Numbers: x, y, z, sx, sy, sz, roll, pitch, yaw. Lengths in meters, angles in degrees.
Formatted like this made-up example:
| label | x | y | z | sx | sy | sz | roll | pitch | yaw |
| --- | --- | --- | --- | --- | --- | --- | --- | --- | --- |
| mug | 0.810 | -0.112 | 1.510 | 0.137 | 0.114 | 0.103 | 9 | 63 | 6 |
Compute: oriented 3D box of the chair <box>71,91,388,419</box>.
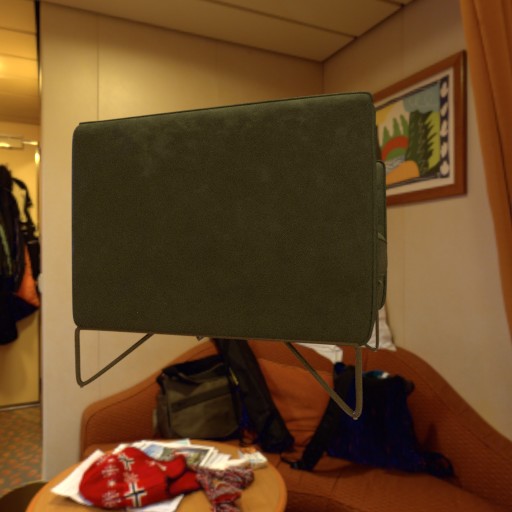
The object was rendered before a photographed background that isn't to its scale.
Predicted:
| label | x | y | z | sx | sy | sz | roll | pitch | yaw |
| --- | --- | --- | --- | --- | --- | --- | --- | --- | --- |
| chair | 0.000 | 0.000 | 1.575 | 0.894 | 0.790 | 0.880 | 0 | -1 | 18 |
